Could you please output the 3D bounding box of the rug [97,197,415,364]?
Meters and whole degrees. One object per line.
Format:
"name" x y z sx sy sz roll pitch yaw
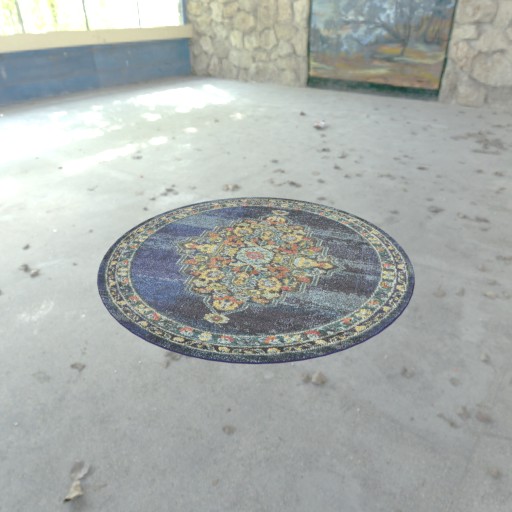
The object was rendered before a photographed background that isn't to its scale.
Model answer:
"rug" 0.000 0.000 3.484 2.386 0.014 2.386 0 30 0
